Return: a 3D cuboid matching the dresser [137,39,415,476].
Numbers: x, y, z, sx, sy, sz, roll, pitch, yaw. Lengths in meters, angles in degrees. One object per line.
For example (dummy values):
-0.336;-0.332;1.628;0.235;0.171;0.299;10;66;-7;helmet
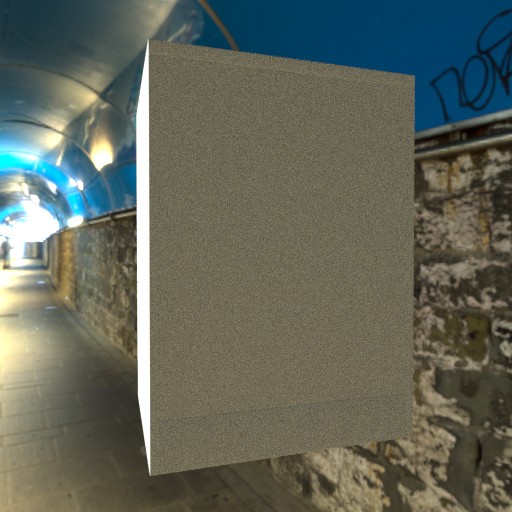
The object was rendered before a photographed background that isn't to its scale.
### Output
0.000;0.000;0.799;0.400;0.560;0.360;0;1;-17;dresser
